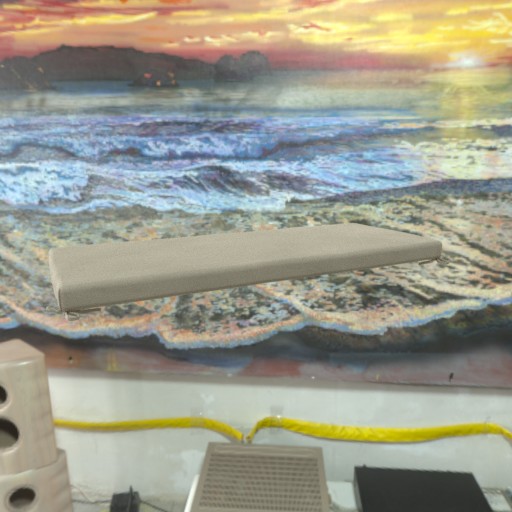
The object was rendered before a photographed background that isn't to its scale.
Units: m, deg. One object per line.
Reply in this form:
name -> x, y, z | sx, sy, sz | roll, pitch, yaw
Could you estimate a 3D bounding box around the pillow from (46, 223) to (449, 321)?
pillow -> 0.000, 0.000, 1.362 | 1.187, 0.081, 0.492 | -6, 14, -26
